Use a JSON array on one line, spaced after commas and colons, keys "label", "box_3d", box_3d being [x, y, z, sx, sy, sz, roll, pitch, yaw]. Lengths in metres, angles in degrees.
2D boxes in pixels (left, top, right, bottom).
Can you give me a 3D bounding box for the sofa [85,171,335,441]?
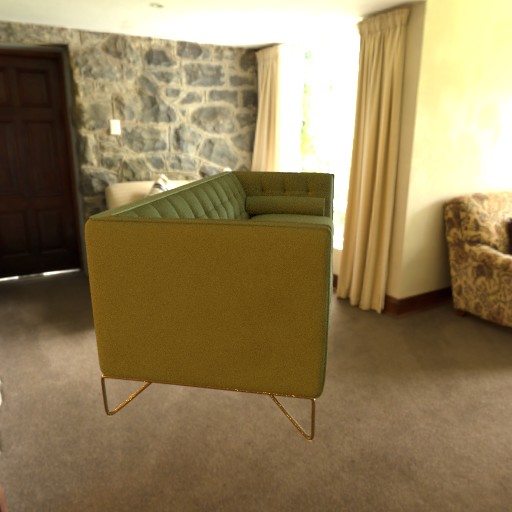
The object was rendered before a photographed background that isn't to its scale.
[{"label": "sofa", "box_3d": [0.000, 0.000, 2.516, 0.867, 0.789, 2.087, 3, 16, 10]}]
